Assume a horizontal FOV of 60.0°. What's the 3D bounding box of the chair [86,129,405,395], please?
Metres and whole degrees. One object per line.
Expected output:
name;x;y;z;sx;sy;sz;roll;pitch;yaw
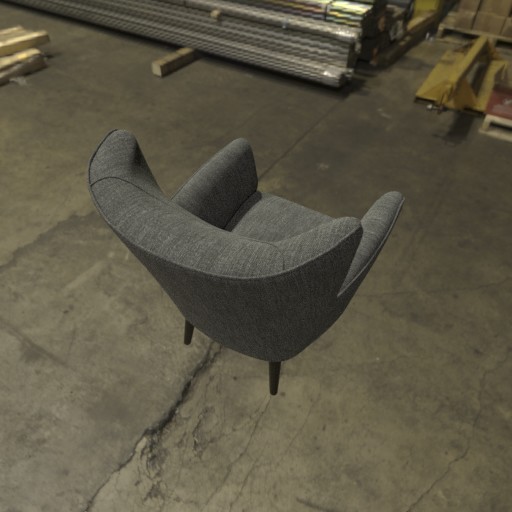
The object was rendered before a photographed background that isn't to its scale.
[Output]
chair;0.000;0.000;1.575;0.781;0.933;0.888;25;51;22
